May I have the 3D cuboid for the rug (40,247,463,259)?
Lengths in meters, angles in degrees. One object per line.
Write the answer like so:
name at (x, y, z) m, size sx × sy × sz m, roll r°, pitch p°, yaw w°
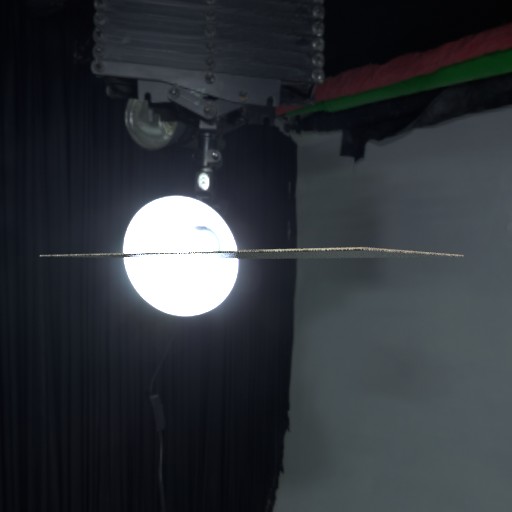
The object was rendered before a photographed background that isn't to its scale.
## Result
rug at (0.000, 0.000, 3.887) m, size 2.932 × 0.015 × 2.315 m, roll -1°, pitch -1°, yaw 36°
